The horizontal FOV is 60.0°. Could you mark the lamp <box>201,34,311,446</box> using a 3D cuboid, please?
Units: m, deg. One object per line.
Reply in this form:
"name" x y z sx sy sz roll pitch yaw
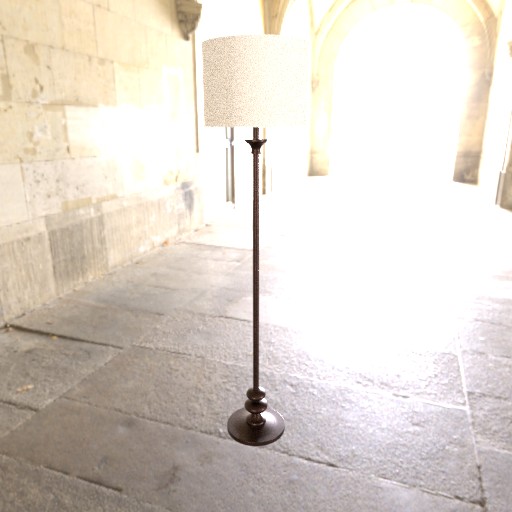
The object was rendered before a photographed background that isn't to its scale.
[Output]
"lamp" 0.000 0.000 1.647 0.356 1.487 0.356 -8 18 -24
